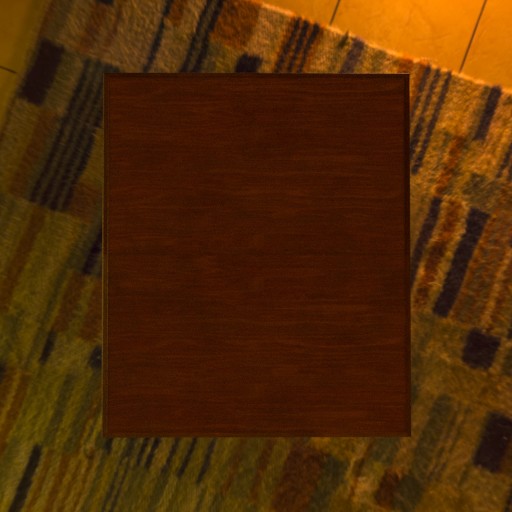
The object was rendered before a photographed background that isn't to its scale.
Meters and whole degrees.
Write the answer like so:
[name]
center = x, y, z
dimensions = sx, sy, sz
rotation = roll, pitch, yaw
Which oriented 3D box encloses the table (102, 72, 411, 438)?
[table]
center = 0.000, 0.000, 1.577
dimensions = 0.838, 0.761, 0.991
rotation = 0, 89, 0
